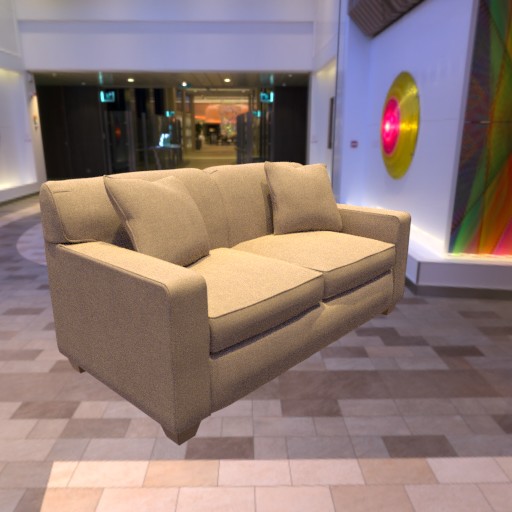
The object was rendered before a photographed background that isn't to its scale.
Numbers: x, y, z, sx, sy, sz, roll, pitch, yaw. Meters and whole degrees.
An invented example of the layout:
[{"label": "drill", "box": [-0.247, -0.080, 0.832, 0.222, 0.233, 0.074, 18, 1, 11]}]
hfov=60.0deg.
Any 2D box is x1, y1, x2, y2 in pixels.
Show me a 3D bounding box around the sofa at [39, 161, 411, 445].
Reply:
[{"label": "sofa", "box": [0.000, 0.000, 2.412, 0.998, 0.958, 1.846, 14, 21, 41]}]
